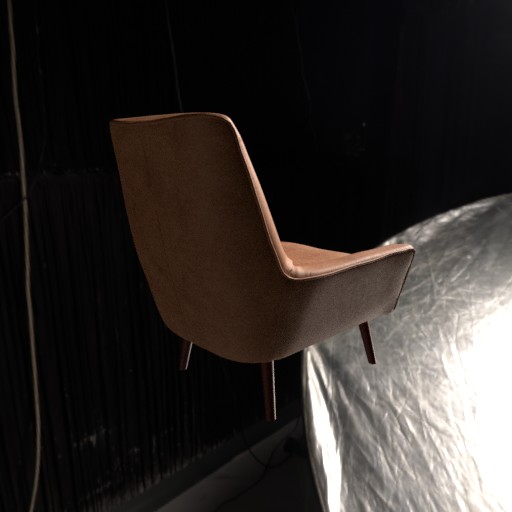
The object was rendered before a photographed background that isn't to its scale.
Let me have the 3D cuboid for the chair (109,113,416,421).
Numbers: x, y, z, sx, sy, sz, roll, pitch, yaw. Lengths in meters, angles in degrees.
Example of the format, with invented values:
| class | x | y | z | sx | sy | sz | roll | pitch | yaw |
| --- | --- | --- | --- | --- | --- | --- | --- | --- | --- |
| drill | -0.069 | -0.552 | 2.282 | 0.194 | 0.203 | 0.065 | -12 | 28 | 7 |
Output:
| class | x | y | z | sx | sy | sz | roll | pitch | yaw |
| --- | --- | --- | --- | --- | --- | --- | --- | --- | --- |
| chair | 0.000 | 0.000 | 1.503 | 0.753 | 0.883 | 0.851 | 13 | 19 | 43 |
